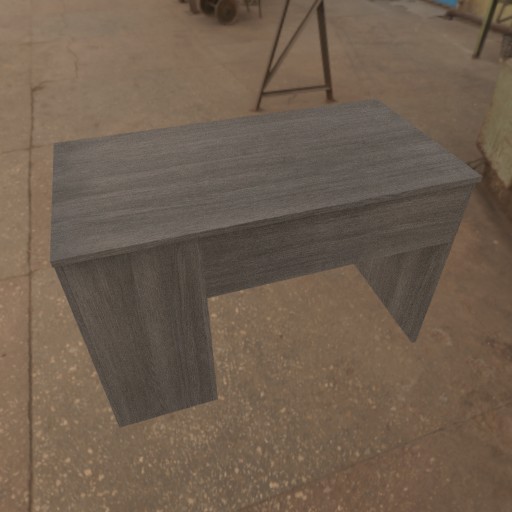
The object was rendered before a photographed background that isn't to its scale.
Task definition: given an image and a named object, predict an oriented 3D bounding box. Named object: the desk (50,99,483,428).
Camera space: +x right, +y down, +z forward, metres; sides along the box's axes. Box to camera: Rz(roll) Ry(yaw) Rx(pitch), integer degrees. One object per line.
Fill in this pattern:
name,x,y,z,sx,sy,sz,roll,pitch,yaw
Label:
desk,0.000,0.000,1.502,1.097,0.735,0.560,-12,43,-14
